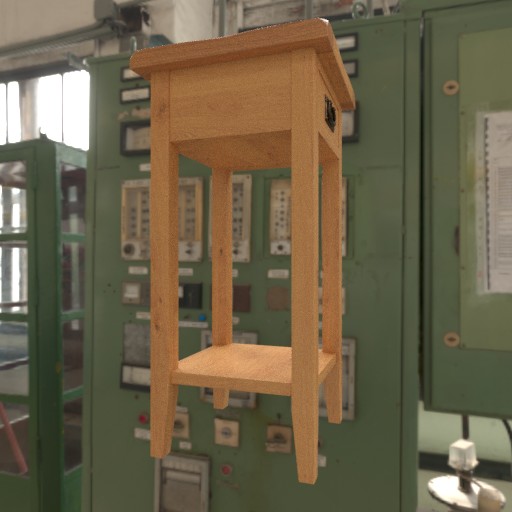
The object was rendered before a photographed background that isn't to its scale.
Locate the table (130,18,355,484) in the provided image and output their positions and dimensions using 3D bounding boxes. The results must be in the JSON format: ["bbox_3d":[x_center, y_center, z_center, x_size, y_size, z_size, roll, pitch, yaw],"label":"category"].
[{"bbox_3d":[0.000,0.000,0.912,0.360,0.740,0.360,0,0,19],"label":"table"}]
